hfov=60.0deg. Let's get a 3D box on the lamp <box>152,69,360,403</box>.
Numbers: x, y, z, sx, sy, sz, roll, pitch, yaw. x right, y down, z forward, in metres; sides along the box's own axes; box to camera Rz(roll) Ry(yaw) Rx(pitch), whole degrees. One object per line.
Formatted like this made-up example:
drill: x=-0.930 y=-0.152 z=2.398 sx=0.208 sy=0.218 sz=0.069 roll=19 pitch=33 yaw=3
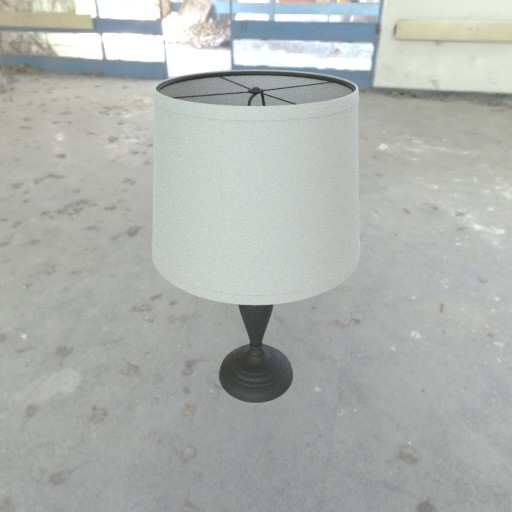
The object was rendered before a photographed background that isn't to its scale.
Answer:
lamp: x=0.000 y=0.000 z=0.684 sx=0.310 sy=0.501 sz=0.310 roll=0 pitch=31 yaw=0
